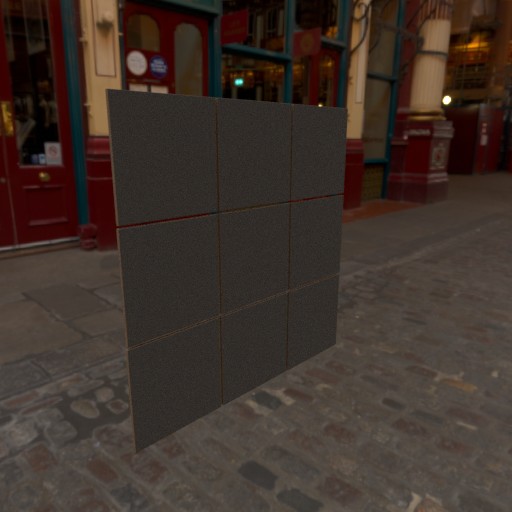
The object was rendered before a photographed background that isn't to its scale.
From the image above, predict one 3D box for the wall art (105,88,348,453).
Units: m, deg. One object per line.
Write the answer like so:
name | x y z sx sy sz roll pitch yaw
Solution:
wall art | 0.000 0.000 2.299 0.017 1.521 1.527 14 20 43
